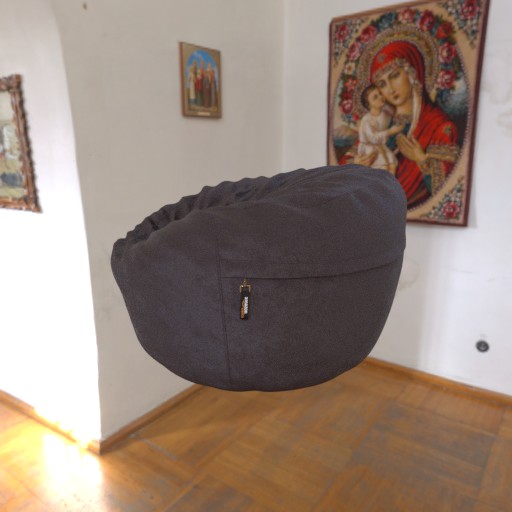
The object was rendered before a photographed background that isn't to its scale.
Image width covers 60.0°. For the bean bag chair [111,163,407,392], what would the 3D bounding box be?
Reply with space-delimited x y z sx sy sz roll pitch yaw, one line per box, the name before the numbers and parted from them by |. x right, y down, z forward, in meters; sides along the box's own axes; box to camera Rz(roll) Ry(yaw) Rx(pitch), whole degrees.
bean bag chair | 0.000 0.000 2.030 1.245 0.821 1.245 0 14 0
